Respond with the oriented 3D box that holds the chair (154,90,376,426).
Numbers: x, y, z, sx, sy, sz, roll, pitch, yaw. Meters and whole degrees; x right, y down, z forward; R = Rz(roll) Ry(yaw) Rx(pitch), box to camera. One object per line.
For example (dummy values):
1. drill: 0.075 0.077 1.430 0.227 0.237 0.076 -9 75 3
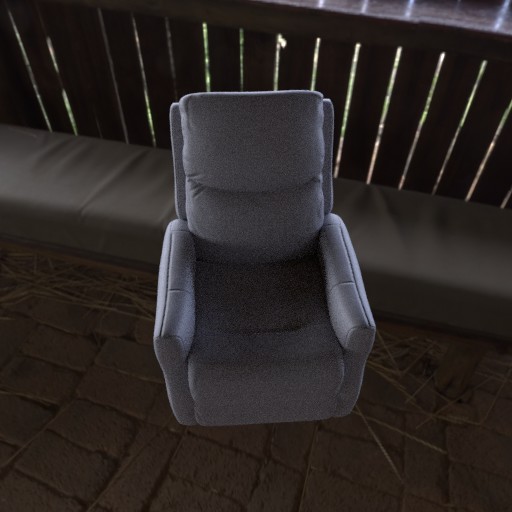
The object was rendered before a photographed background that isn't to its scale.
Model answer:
1. chair: 0.000 0.000 1.826 0.829 1.030 1.080 -2 46 -2
